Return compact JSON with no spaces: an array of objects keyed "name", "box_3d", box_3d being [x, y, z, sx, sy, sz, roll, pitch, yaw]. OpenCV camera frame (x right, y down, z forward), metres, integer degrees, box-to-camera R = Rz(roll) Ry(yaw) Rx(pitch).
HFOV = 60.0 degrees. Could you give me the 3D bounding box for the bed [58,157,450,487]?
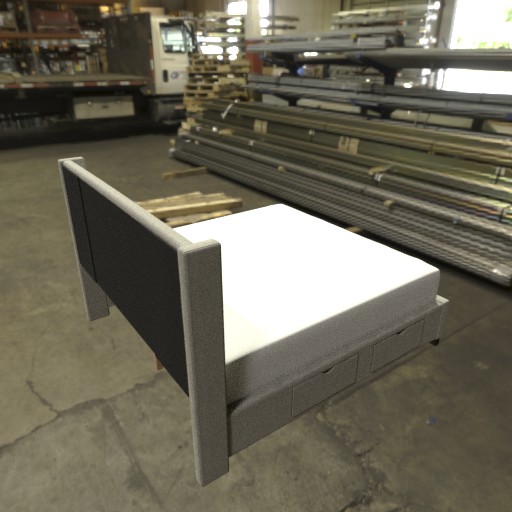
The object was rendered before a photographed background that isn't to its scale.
[{"name":"bed","box_3d":[0.000,0.000,3.566,2.280,1.470,2.140,-17,30,-32]}]
